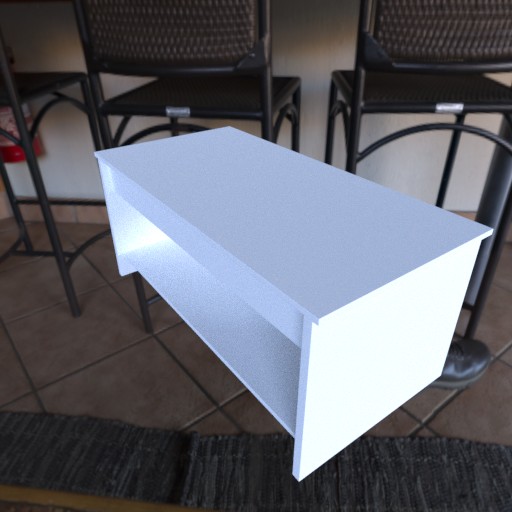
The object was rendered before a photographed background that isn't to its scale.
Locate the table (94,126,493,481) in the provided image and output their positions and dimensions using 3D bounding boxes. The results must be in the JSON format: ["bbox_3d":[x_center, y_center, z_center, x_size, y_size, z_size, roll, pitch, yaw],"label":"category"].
[{"bbox_3d":[0.000,0.000,1.259,0.500,0.441,1.000,-21,37,-31],"label":"table"}]
